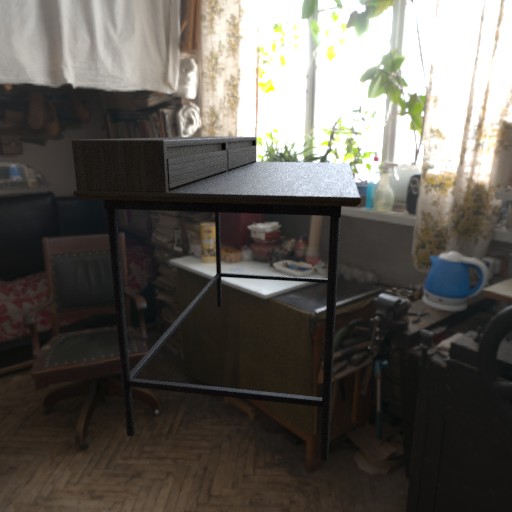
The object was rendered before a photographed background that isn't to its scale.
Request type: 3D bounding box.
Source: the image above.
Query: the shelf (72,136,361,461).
[{"bbox_3d":[0.000,0.000,1.679,0.685,0.865,1.212,3,16,10],"label":"shelf"}]
